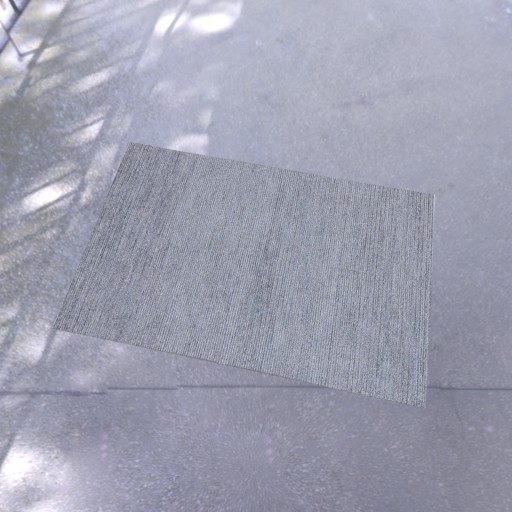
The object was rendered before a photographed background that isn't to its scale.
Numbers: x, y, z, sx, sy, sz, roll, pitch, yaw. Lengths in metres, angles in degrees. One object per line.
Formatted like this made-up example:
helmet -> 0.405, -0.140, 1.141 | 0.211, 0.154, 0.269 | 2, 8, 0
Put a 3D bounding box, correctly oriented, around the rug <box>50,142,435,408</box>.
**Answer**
rug -> 0.000, 0.000, 2.288 | 1.789, 0.021, 1.159 | 11, 65, 5
